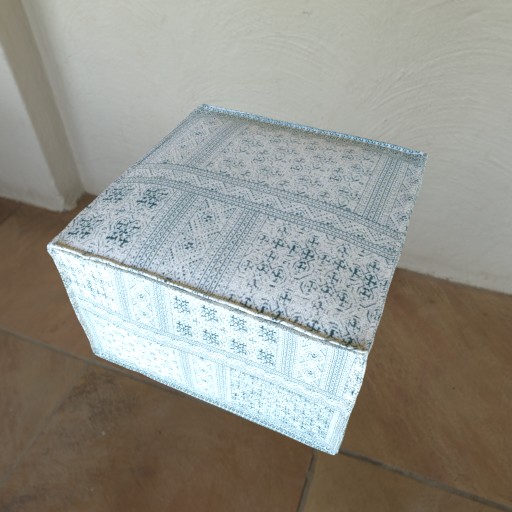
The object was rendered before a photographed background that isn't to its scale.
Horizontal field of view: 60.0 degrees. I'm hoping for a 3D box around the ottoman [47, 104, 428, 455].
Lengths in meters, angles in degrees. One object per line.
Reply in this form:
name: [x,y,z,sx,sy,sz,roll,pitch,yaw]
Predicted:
ottoman: [0.000,0.000,1.059,0.626,0.439,0.617,17,48,16]
